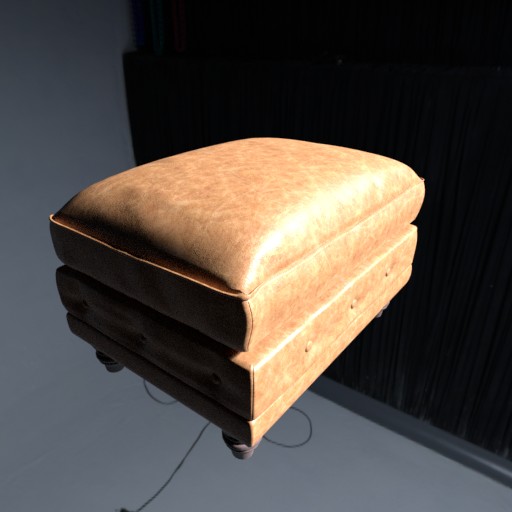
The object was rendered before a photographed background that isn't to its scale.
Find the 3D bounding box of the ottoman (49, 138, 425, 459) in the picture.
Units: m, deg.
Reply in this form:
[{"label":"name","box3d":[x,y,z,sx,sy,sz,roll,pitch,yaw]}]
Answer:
[{"label":"ottoman","box3d":[0.000,0.000,1.037,0.533,0.480,0.710,19,32,33]}]
